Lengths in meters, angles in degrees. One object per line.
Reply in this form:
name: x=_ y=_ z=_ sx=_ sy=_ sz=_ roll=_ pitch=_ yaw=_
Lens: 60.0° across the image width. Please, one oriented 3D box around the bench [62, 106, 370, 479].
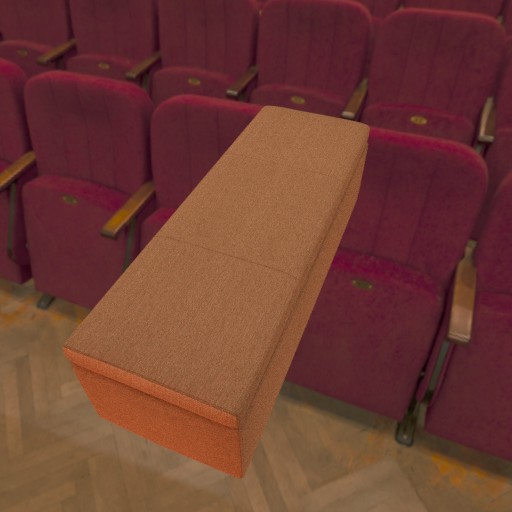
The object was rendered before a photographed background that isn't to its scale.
bench: x=0.000 y=0.000 z=1.477 sx=0.446 sy=0.438 sz=1.269 roll=16 pitch=47 yaw=16
